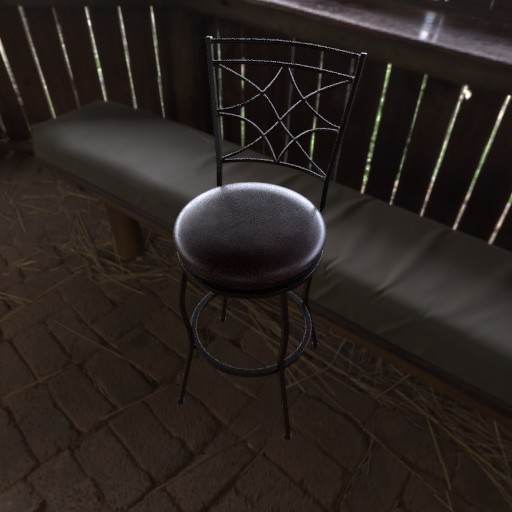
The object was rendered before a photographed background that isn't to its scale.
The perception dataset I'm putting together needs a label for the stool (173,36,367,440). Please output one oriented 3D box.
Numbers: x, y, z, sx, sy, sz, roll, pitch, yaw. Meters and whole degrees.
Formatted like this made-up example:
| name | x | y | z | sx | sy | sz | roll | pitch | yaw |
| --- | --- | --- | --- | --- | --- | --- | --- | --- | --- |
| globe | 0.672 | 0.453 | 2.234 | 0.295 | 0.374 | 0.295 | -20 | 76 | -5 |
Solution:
| name | x | y | z | sx | sy | sz | roll | pitch | yaw |
| --- | --- | --- | --- | --- | --- | --- | --- | --- | --- |
| stool | 0.000 | 0.000 | 1.375 | 0.434 | 1.117 | 0.534 | 13 | 44 | 14 |
